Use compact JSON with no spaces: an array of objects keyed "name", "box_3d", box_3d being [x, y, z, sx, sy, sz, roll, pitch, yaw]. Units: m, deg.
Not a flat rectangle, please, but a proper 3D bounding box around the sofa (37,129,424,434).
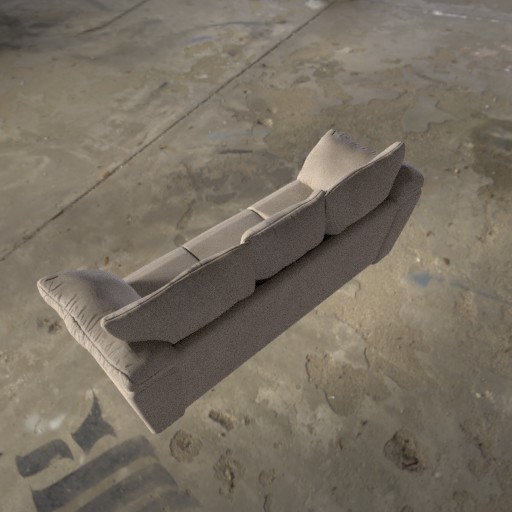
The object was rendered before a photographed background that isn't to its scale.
[{"name":"sofa","box_3d":[0.000,0.000,2.807,2.334,0.996,0.878,-33,54,-28]}]
